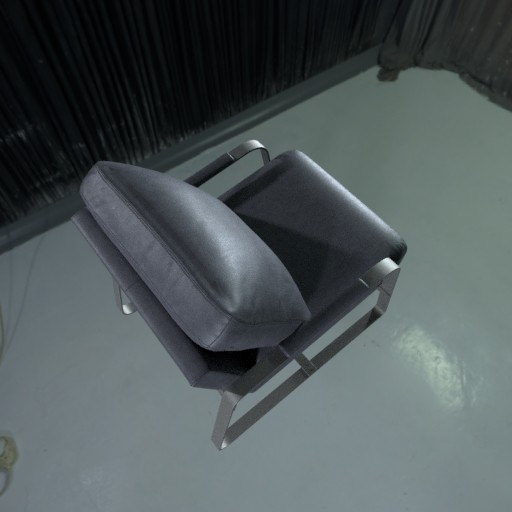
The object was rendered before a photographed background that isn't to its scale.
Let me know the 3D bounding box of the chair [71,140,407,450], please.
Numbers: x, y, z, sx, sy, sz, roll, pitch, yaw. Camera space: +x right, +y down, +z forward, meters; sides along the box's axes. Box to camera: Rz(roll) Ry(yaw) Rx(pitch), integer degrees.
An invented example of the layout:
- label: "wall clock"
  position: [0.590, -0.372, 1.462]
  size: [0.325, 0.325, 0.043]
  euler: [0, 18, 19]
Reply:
- label: "chair"
  position: [0.000, 0.000, 1.464]
  size: [0.878, 0.839, 0.692]
  euler: [-35, 65, -19]
